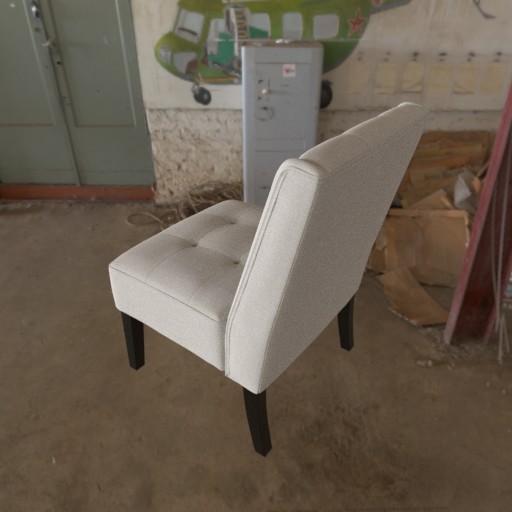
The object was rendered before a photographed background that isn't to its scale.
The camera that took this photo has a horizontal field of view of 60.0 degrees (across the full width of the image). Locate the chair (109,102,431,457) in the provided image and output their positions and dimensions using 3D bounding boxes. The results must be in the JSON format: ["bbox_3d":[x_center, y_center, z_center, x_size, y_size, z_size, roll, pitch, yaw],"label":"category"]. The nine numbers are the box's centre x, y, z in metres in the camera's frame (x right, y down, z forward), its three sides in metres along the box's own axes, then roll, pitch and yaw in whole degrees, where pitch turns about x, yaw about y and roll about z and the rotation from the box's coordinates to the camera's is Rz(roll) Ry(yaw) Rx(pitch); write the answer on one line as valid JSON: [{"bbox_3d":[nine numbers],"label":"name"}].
[{"bbox_3d":[0.000,0.000,1.283,0.676,0.853,0.569,21,37,31],"label":"chair"}]
